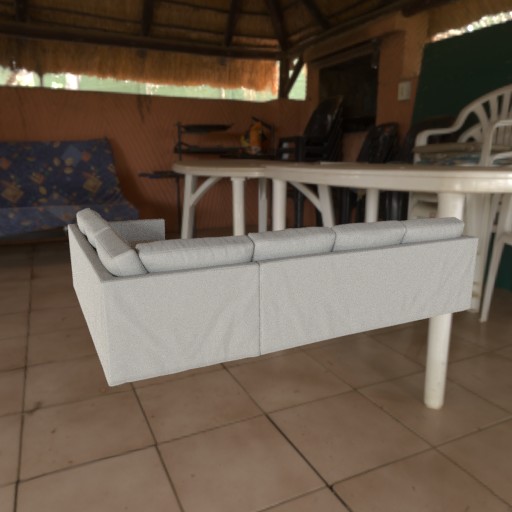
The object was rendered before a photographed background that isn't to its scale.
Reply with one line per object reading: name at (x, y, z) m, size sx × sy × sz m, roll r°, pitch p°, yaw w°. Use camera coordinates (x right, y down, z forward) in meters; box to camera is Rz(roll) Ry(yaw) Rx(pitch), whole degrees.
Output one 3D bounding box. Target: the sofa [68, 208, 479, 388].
sofa at (0.000, 0.000, 4.303) m, size 3.182 × 0.871 × 2.432 m, roll -6°, pitch 14°, yaw -26°
